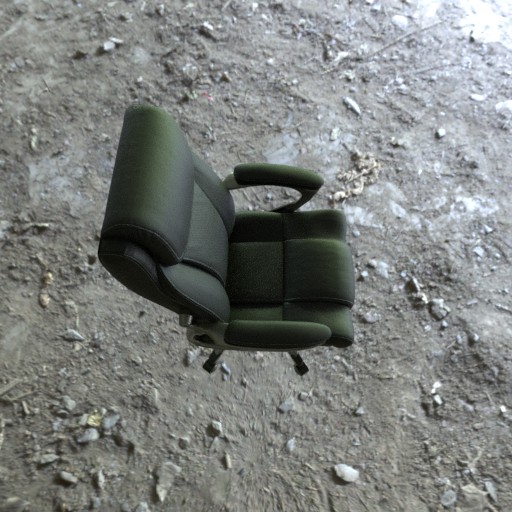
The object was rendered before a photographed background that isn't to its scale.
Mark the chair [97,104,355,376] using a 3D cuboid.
[{"bbox_3d":[0.000,0.000,1.653,0.784,1.167,0.741,1,64,1],"label":"chair"}]
